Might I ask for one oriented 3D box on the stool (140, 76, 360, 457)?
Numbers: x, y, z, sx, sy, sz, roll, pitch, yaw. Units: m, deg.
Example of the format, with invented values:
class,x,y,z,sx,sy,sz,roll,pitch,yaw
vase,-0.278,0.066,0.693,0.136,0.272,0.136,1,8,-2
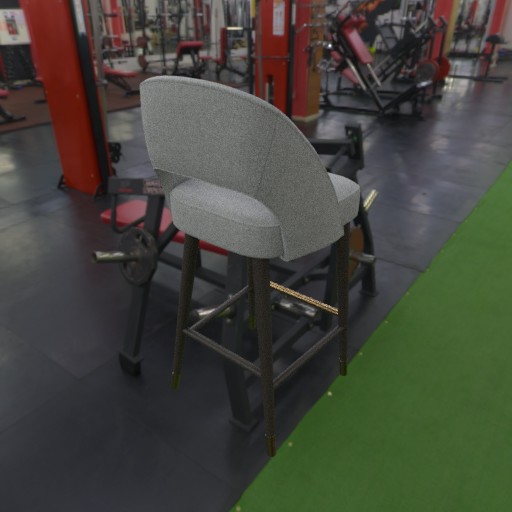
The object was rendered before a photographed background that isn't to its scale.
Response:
class,x,y,z,sx,sy,sz,roll,pitch,yaw
stool,0.000,0.000,1.317,0.494,1.037,0.509,21,35,33
